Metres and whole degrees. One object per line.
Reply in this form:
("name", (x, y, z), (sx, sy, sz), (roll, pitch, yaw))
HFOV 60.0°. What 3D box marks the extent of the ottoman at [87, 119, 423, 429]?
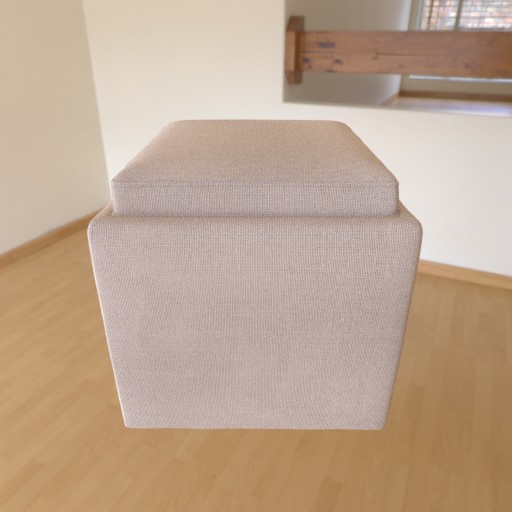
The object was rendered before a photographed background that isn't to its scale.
("ottoman", (0.000, 0.000, 0.831), (0.450, 0.460, 0.451), (0, 27, 0))
